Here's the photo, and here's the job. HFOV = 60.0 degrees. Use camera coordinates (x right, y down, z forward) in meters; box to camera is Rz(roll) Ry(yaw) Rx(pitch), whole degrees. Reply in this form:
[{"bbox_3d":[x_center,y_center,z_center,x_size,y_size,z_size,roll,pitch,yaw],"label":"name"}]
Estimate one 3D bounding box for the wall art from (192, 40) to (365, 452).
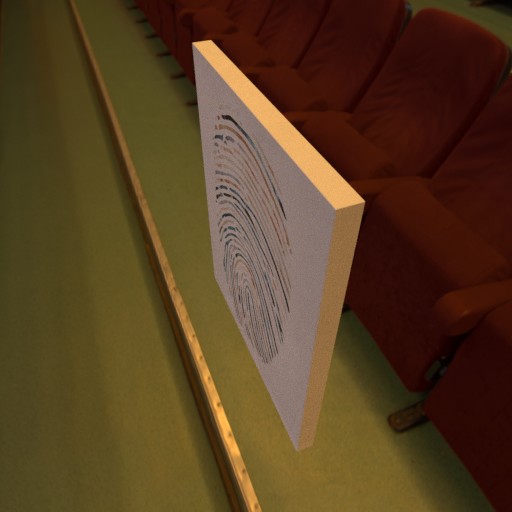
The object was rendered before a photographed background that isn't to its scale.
[{"bbox_3d":[0.000,0.000,0.831,0.037,0.606,0.508,-16,47,-16],"label":"wall art"}]
